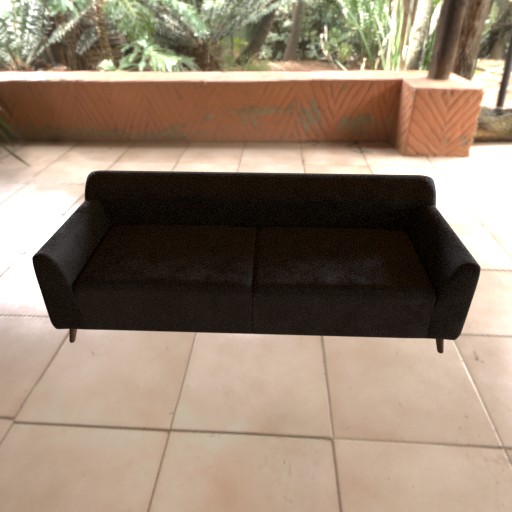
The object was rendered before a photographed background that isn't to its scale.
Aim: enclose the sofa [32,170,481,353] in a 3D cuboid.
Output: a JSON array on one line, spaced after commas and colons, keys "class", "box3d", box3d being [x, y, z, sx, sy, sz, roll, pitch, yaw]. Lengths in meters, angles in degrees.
[{"class": "sofa", "box3d": [0.000, 0.000, 2.623, 2.190, 0.740, 0.900, 1, 31, 2]}]
